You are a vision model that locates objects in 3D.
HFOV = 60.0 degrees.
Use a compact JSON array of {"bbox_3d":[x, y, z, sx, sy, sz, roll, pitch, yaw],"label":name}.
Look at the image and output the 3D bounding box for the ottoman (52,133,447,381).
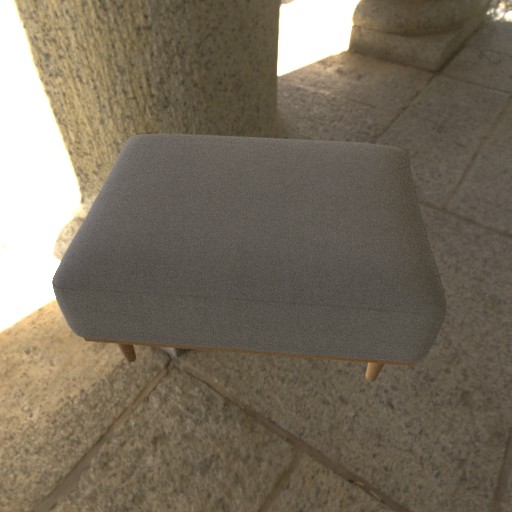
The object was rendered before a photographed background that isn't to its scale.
[{"bbox_3d":[0.000,0.000,1.093,0.749,0.428,0.549,4,47,3],"label":"ottoman"}]
